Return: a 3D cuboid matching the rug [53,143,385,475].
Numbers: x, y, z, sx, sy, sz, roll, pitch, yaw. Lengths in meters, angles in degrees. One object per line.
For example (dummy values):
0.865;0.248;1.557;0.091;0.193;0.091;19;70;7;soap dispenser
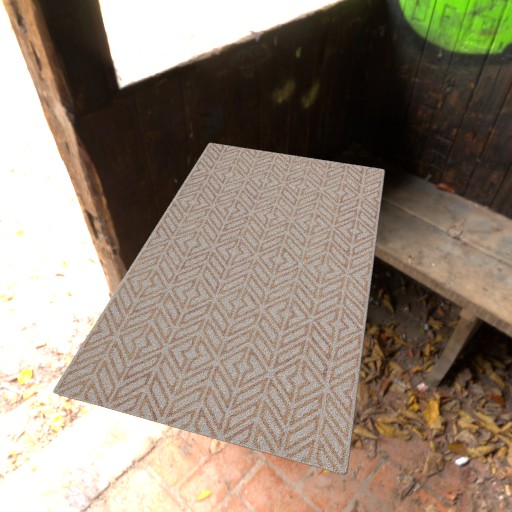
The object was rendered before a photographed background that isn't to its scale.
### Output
0.000;0.000;2.957;1.523;0.008;2.438;11;47;11;rug
